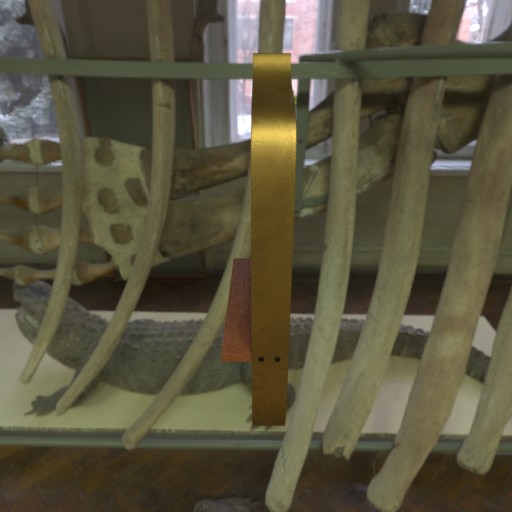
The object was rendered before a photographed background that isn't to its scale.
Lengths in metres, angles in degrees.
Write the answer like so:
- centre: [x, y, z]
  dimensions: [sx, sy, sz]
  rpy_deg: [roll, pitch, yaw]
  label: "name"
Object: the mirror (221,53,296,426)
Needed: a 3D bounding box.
- centre: [0.000, 0.000, 0.737]
  dimensions: [0.096, 0.613, 0.323]
  rpy_deg: [0, 25, 0]
  label: "mirror"
